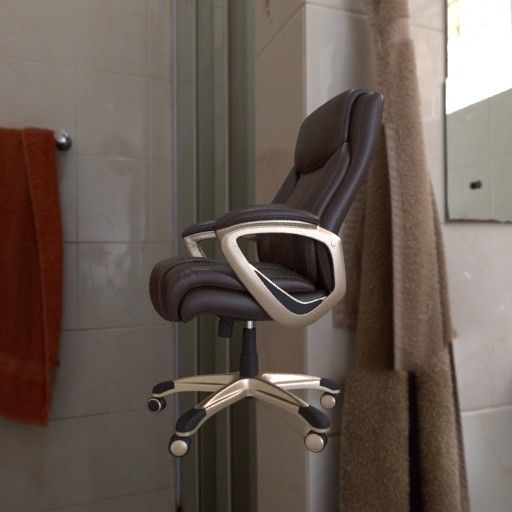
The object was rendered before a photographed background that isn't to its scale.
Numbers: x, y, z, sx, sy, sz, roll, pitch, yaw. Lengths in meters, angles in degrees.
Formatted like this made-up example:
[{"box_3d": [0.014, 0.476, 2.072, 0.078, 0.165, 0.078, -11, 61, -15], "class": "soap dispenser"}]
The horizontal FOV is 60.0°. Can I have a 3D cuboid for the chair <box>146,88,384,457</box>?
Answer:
[{"box_3d": [0.000, 0.000, 1.616, 0.749, 1.194, 0.692, 0, 0, -18], "class": "chair"}]
